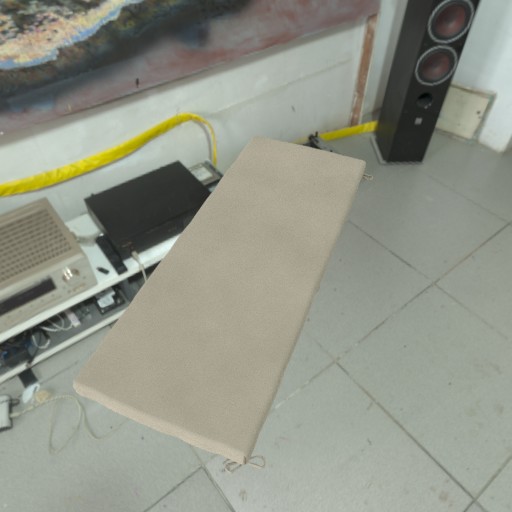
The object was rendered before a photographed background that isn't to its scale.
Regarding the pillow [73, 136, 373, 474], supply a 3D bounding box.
[{"bbox_3d":[0.000,0.000,1.361,0.492,0.081,1.187,17,50,15],"label":"pillow"}]
